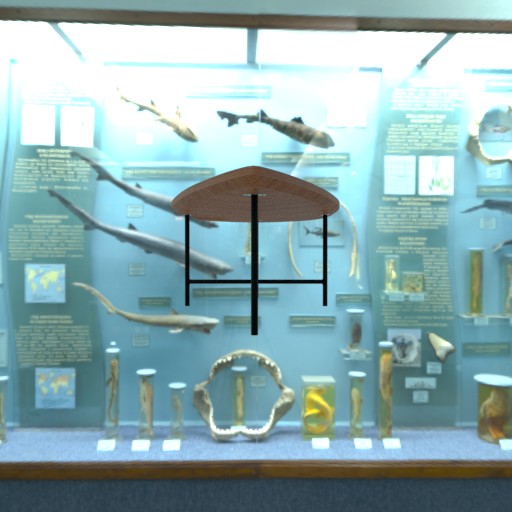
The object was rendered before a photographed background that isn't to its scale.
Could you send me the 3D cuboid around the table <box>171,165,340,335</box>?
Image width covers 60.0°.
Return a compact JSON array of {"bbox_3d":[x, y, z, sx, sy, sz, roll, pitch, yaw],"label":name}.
[{"bbox_3d":[0.000,0.000,1.457,0.598,0.360,1.199,0,0,0],"label":"table"}]
